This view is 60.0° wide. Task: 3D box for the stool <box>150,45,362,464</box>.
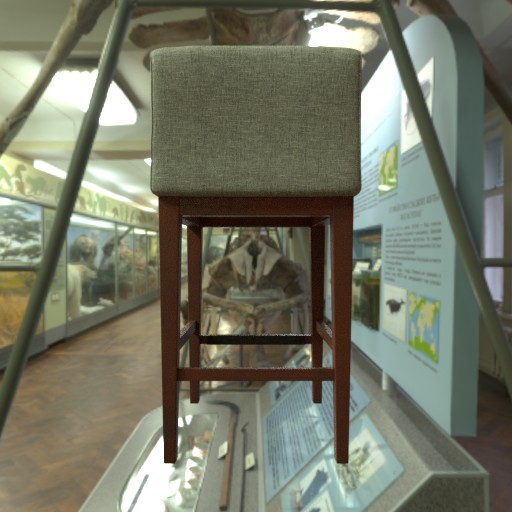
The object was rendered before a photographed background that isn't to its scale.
[{"bbox_3d":[0.000,0.000,1.076,0.417,0.835,0.459,0,0,0],"label":"stool"}]
